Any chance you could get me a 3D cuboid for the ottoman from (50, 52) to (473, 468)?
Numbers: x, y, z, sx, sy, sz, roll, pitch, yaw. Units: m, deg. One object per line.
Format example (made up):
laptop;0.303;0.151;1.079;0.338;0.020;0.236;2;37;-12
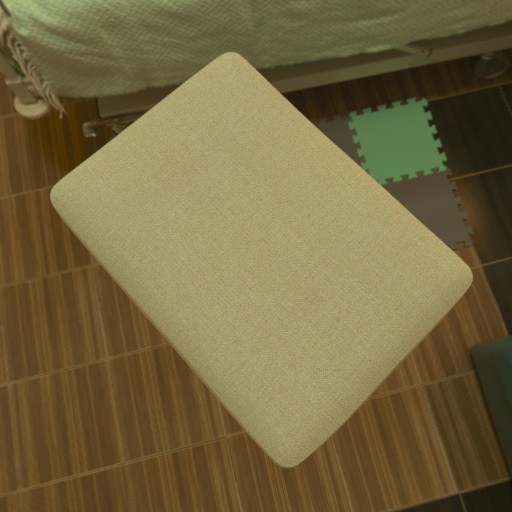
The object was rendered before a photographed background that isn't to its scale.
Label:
ottoman;0.000;0.000;1.229;0.637;0.478;0.885;-42;79;-10
